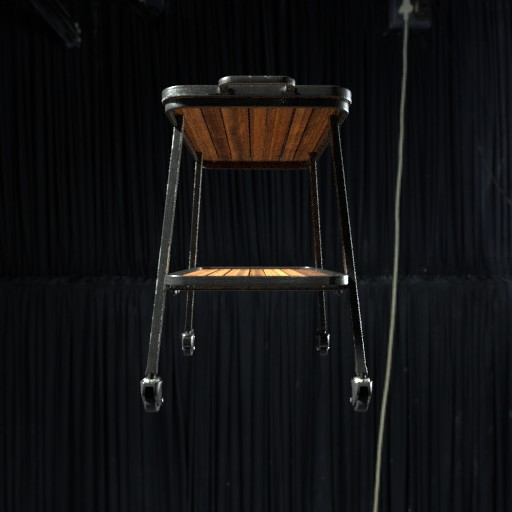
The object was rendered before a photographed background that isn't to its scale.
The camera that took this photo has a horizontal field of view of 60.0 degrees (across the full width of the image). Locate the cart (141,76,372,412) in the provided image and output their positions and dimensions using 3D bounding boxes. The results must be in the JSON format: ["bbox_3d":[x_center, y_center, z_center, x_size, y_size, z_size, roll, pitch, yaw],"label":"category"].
[{"bbox_3d":[0.000,0.000,1.251,0.515,0.700,0.806,0,0,0],"label":"cart"}]
